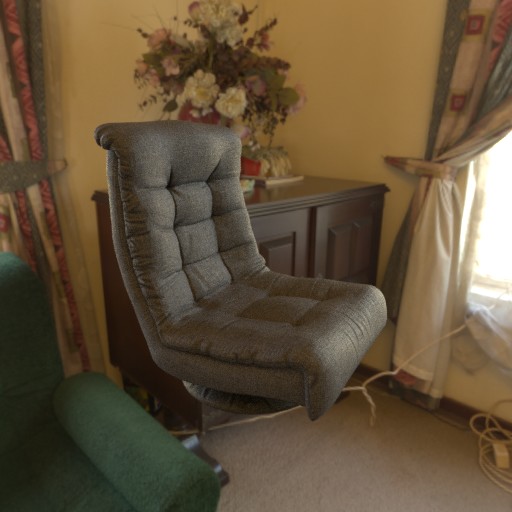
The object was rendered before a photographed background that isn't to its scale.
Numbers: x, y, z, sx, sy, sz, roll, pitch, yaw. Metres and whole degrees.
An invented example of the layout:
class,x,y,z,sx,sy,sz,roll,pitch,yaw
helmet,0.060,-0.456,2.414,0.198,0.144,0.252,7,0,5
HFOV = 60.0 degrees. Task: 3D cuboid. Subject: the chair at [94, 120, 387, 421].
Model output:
class,x,y,z,sx,sy,sz,roll,pitch,yaw
chair,0.000,0.000,1.262,0.668,0.749,0.597,8,17,27
